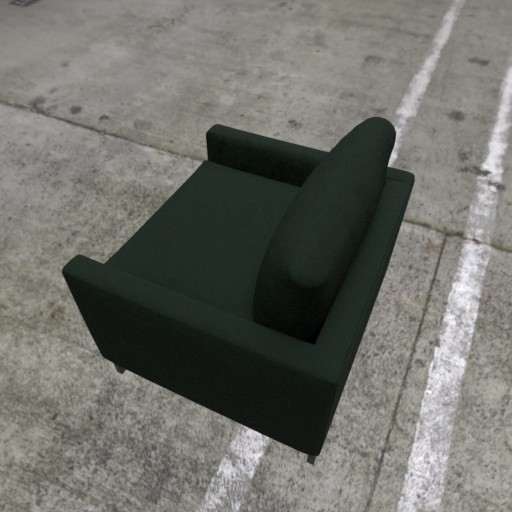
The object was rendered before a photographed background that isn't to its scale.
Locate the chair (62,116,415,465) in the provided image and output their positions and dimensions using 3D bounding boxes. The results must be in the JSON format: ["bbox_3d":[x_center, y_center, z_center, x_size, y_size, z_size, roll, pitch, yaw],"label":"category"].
[{"bbox_3d":[0.000,0.000,1.593,0.866,0.861,0.963,19,49,17],"label":"chair"}]
